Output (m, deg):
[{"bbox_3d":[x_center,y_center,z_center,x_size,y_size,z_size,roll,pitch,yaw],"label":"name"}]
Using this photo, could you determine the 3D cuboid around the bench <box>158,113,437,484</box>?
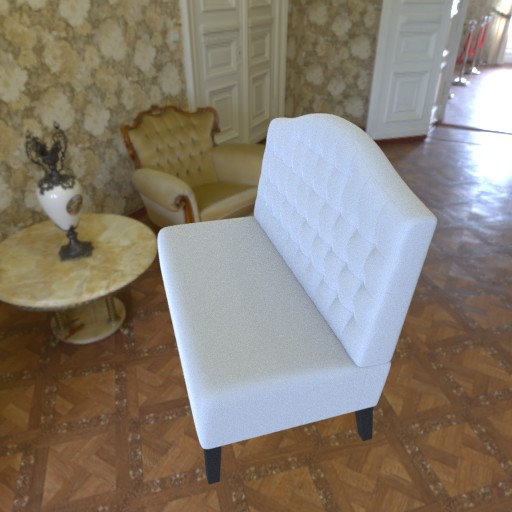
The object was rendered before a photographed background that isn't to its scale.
[{"bbox_3d":[0.000,0.000,2.033,0.815,1.180,1.335,-9,32,-14],"label":"bench"}]
